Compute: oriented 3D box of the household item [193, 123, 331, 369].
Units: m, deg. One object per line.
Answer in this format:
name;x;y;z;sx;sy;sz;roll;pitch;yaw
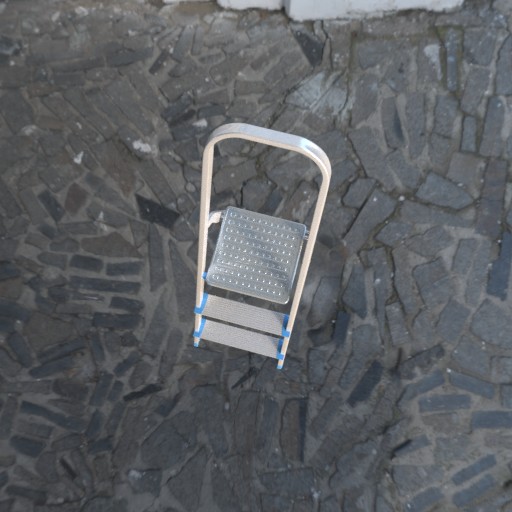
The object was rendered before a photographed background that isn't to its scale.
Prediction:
household item;0.000;0.000;1.513;0.420;1.215;0.687;14;77;3
